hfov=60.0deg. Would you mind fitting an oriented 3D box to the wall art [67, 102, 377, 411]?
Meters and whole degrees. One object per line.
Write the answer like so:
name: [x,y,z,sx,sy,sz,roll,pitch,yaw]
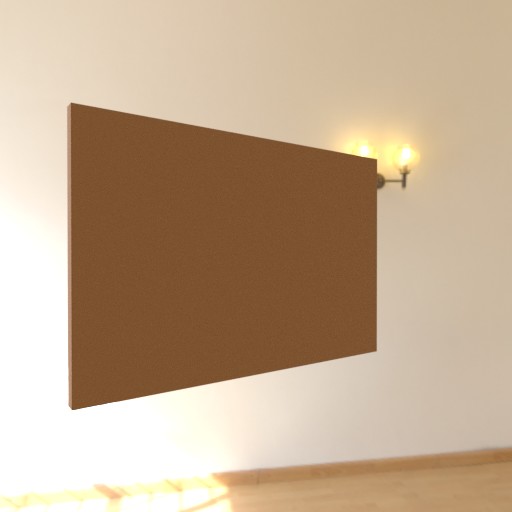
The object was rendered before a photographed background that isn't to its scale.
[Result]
wall art: [0.000,0.000,1.152,0.915,0.608,0.033,0,1,-35]
